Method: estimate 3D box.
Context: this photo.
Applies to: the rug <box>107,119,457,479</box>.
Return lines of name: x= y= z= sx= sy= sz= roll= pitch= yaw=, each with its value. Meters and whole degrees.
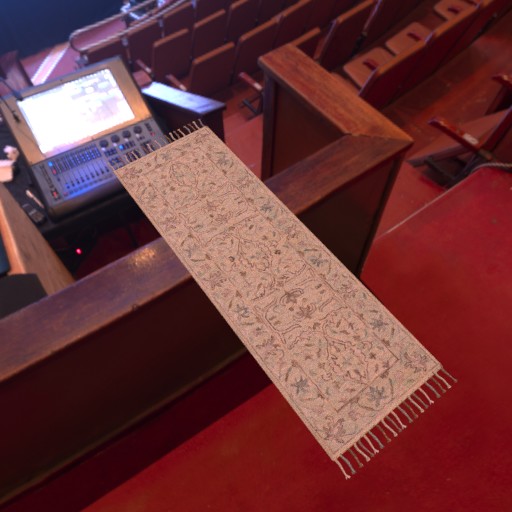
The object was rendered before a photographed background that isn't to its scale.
rug: x=0.000 y=0.000 z=2.664 sx=0.769 sy=0.013 sz=2.440 roll=-32 pitch=63 yaw=-18
